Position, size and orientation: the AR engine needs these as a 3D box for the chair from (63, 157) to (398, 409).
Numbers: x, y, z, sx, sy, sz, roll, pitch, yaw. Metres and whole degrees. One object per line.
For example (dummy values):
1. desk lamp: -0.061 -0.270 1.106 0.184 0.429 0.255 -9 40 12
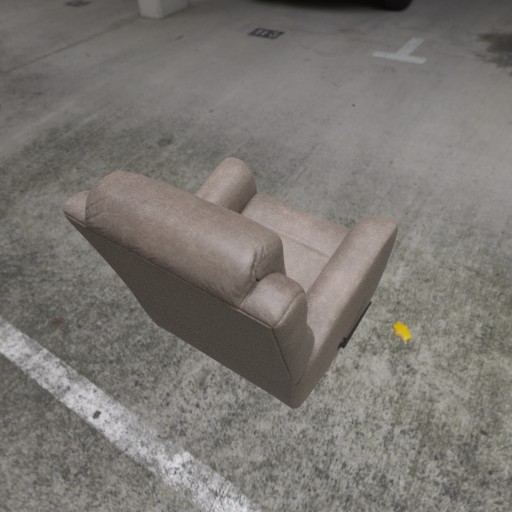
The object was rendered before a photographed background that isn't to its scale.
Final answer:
1. chair: 0.000 0.000 1.924 0.967 1.116 1.068 26 52 22
